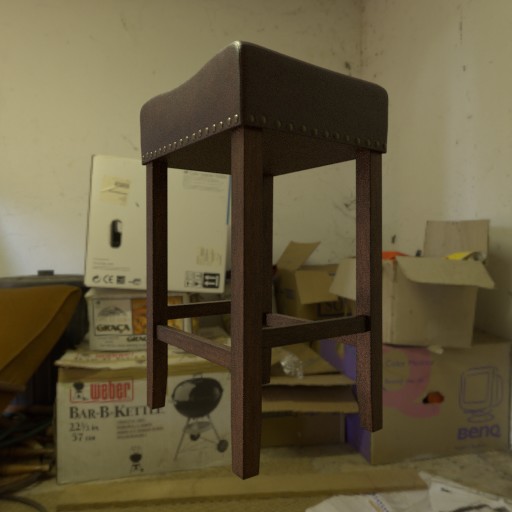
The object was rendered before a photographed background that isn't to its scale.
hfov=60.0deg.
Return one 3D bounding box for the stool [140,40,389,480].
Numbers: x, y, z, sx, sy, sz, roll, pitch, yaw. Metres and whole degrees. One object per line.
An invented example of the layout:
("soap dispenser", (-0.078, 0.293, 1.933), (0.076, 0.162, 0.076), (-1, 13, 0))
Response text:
("stool", (0.000, 0.000, 1.053), (0.401, 0.769, 0.465), (-1, 1, -36))
